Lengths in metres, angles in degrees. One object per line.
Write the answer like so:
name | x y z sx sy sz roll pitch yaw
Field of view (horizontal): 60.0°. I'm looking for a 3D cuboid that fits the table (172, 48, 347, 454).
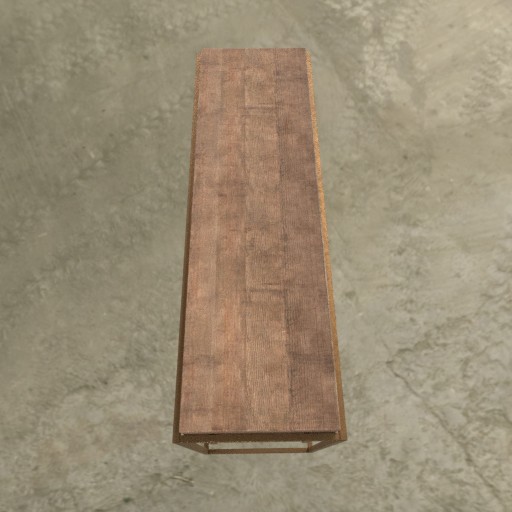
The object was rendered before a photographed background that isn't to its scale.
table | 0.000 0.000 1.753 0.440 0.820 1.400 -1 64 0
